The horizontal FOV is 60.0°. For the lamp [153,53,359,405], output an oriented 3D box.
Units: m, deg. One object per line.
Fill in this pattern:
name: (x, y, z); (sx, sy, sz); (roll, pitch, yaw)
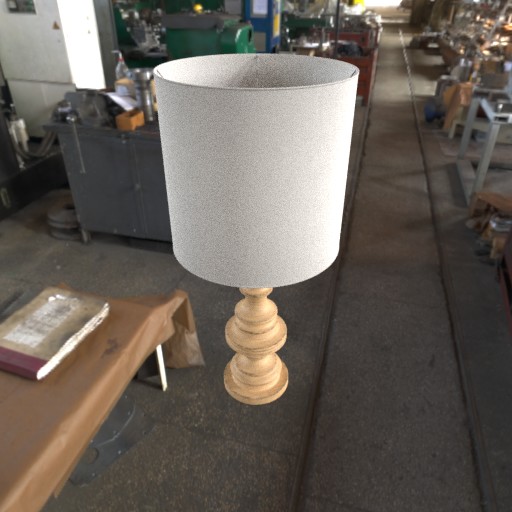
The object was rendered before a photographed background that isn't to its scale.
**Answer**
lamp: (0.000, 0.000, 0.575); (0.208, 0.455, 0.208); (-10, 33, -16)
